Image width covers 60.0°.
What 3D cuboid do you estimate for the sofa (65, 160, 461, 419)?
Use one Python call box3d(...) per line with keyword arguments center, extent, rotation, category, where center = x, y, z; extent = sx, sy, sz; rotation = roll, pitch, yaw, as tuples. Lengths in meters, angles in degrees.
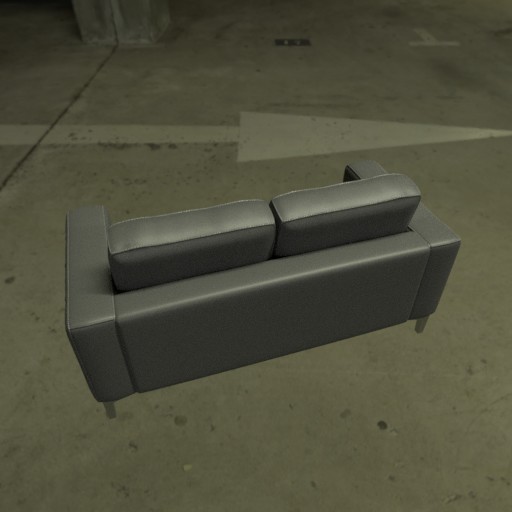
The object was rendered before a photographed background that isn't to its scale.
box3d(center=(0.000, 0.000, 2.195), extent=(1.726, 0.892, 0.833), rotation=(-12, 41, -14), category="sofa")
